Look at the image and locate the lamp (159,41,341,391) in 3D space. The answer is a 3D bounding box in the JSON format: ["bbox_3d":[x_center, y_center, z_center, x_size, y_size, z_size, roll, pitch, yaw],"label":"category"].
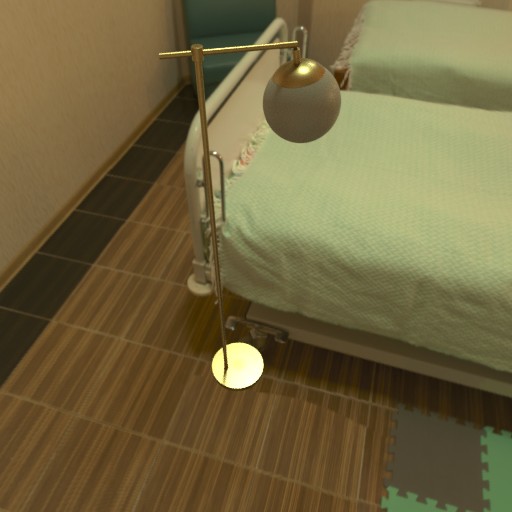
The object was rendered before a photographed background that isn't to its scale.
[{"bbox_3d":[0.000,0.000,1.623,0.476,1.505,0.249,-9,46,-9],"label":"lamp"}]
